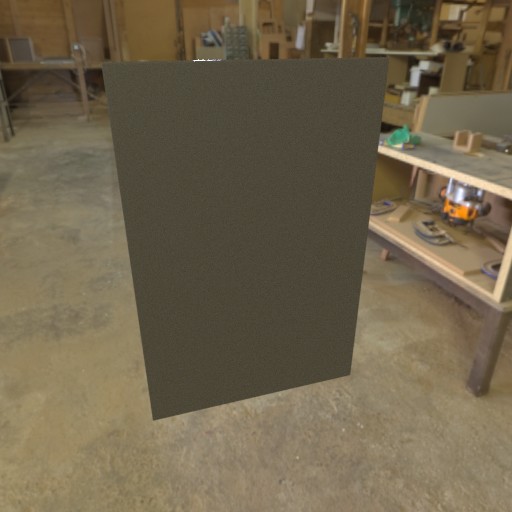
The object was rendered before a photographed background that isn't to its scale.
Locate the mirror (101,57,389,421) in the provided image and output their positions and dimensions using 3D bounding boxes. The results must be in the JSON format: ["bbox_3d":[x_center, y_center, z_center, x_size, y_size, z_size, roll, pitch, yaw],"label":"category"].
[{"bbox_3d":[0.000,0.000,1.125,0.613,0.914,0.039,-8,28,-16],"label":"mirror"}]
